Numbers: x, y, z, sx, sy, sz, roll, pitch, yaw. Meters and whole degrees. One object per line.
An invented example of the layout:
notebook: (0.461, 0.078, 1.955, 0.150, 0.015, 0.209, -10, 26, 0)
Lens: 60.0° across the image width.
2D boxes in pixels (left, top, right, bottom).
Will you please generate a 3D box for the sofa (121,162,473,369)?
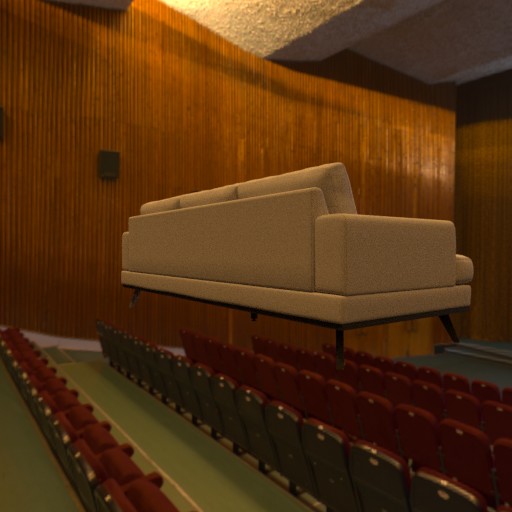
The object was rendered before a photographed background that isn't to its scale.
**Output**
sofa: (0.000, 0.000, 2.772, 0.920, 0.810, 2.310, -1, 1, -36)
